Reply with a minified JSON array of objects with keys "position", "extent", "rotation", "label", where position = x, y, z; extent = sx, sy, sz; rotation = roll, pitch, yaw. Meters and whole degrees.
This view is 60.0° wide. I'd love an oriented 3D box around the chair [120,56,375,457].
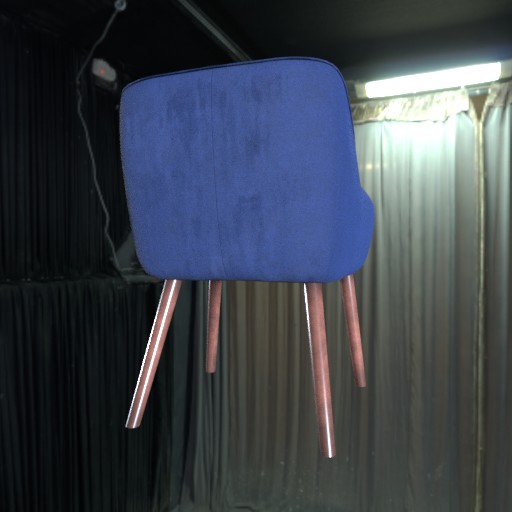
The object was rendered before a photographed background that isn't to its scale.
[{"position":[0.000,0.000,1.220],"extent":[0.600,0.820,0.600],"rotation":[0,1,18],"label":"chair"}]
